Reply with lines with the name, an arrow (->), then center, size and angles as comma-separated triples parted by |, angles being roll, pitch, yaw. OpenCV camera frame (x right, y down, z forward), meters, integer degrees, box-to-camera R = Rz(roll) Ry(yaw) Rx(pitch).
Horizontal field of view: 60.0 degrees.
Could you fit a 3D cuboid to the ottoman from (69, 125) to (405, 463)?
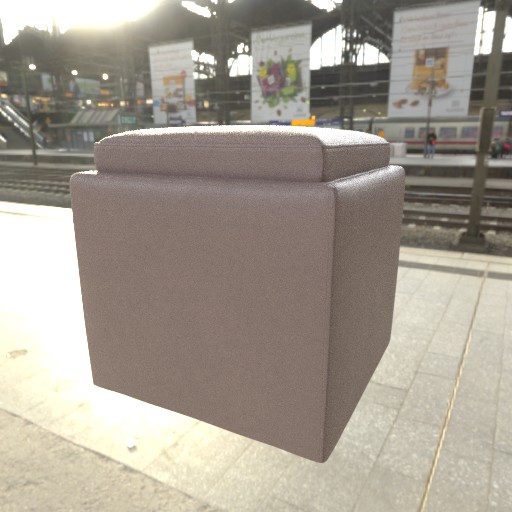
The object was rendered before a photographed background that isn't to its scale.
ottoman -> 0.000, 0.000, 0.819 | 0.451, 0.460, 0.450 | 8, 17, 27
